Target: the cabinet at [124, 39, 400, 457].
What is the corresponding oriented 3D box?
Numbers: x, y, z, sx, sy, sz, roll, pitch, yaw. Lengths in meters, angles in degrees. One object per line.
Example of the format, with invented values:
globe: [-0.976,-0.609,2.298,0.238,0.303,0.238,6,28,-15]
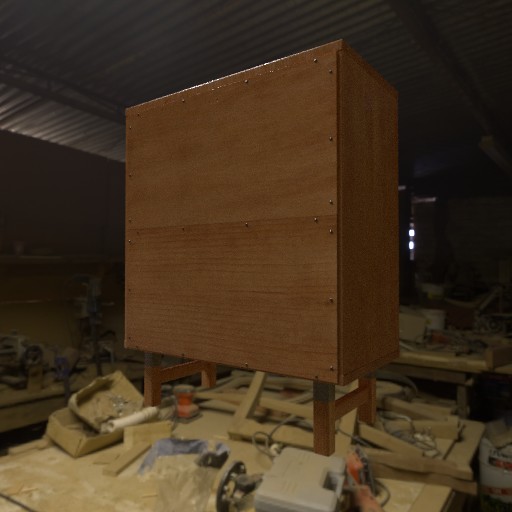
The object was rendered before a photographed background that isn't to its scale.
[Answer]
cabinet: [0.000,0.000,1.428,0.800,1.001,0.419,-1,-1,36]
